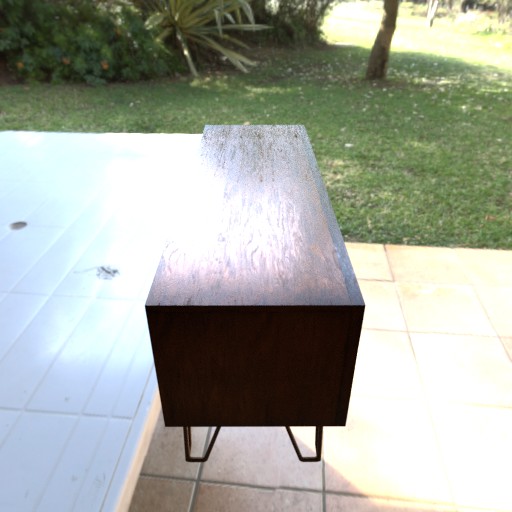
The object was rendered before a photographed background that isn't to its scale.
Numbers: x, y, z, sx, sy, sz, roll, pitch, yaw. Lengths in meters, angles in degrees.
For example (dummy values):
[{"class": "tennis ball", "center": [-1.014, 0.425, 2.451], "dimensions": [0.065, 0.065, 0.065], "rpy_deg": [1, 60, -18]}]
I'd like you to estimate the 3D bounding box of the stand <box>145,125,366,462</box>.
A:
[{"class": "stand", "center": [0.000, 0.000, 1.682], "dimensions": [0.481, 0.610, 1.372], "rpy_deg": [0, 32, 0]}]
